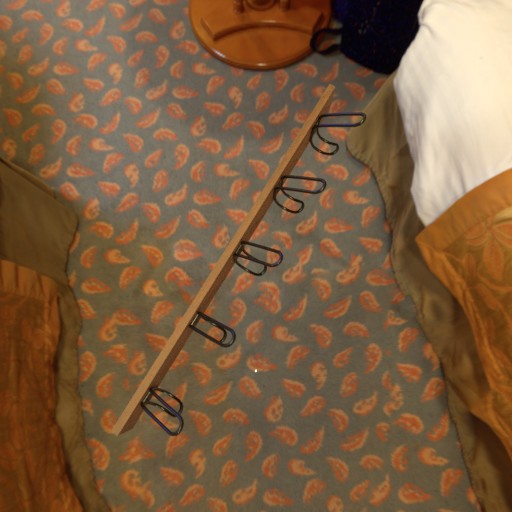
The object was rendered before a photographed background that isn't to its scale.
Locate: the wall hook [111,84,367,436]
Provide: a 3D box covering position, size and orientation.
[{"bbox_3d":[0.000,0.000,0.595,0.076,0.116,0.554,30,77,7],"label":"wall hook"}]
